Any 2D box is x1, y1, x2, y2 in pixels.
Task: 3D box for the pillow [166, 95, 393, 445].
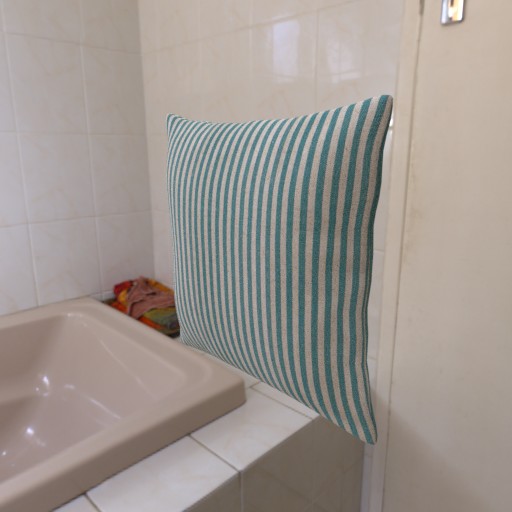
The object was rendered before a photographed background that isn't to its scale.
[{"bbox_3d":[0.000,0.000,0.794,0.166,0.510,0.523,-13,19,-42],"label":"pillow"}]
